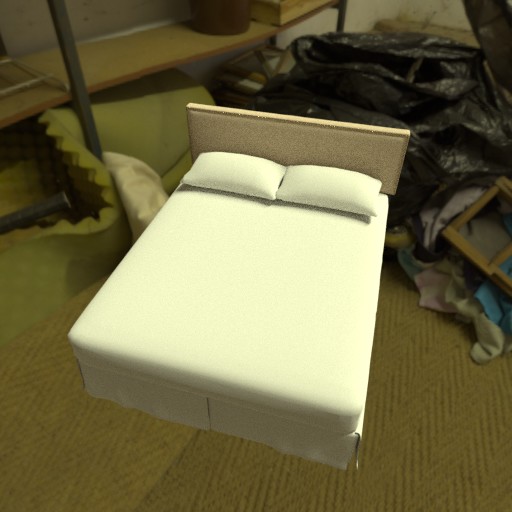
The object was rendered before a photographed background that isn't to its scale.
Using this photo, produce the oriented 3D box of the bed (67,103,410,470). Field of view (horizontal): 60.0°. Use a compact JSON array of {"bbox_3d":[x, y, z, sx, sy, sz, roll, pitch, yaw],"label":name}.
[{"bbox_3d":[0.000,0.000,2.762,1.616,1.016,1.876,11,43,12],"label":"bed"}]
